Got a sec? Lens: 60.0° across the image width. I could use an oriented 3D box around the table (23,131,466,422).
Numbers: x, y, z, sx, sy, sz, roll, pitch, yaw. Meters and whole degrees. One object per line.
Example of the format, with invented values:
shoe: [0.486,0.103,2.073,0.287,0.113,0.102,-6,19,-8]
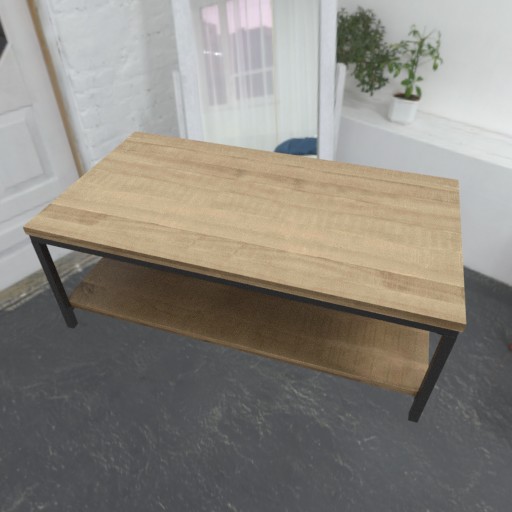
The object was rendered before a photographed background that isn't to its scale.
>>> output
table: [0.000,0.000,1.339,1.062,0.393,0.574,12,42,13]
